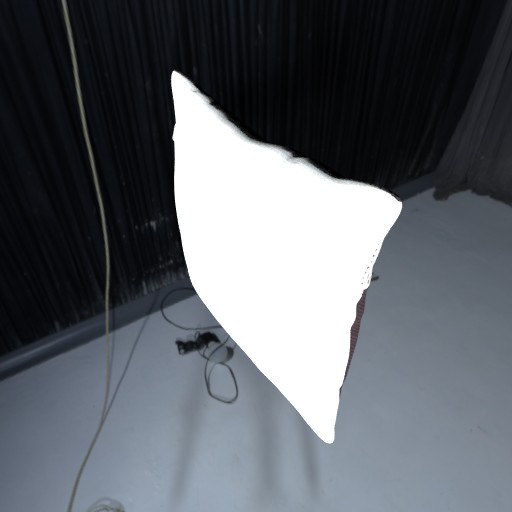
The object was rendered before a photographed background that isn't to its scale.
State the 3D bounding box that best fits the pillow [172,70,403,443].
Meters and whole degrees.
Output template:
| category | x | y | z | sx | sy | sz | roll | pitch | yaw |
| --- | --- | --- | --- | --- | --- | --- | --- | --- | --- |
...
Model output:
| category | x | y | z | sx | sy | sz | roll | pitch | yaw |
| --- | --- | --- | --- | --- | --- | --- | --- | --- | --- |
| pillow | 0.000 | 0.000 | 0.721 | 0.178 | 0.473 | 0.475 | -25 | 47 | -25 |
